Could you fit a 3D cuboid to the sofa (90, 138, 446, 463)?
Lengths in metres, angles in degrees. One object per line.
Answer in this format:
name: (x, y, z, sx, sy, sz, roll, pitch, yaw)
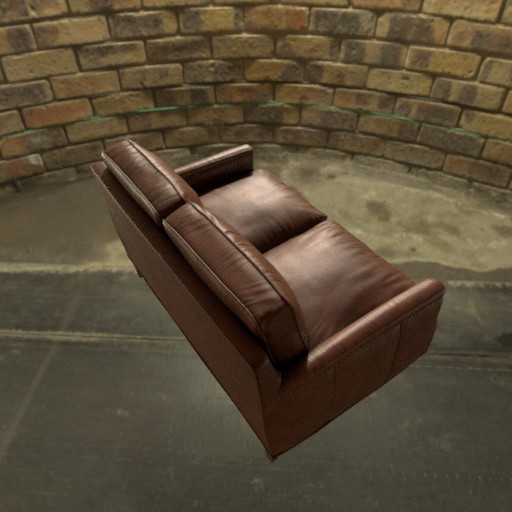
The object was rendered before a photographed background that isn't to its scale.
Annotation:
sofa: (0.000, 0.000, 2.302, 1.083, 1.003, 1.628, -25, 48, -25)
